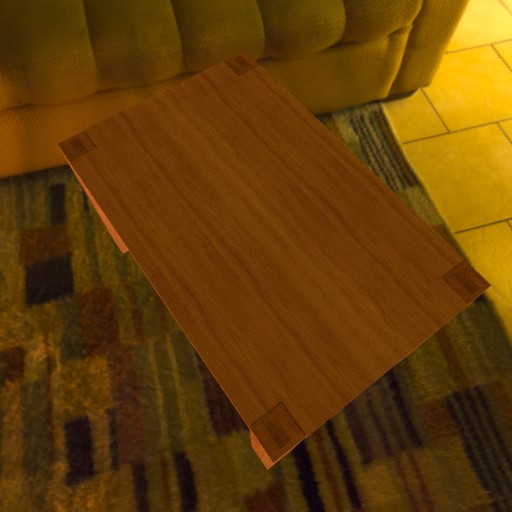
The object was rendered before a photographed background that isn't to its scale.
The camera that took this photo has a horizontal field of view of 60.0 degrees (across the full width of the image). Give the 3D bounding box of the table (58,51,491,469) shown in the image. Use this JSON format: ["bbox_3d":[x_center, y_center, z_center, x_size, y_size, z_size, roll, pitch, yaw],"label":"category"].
[{"bbox_3d":[0.000,0.000,1.929,0.900,0.760,1.400,-33,68,-15],"label":"table"}]
